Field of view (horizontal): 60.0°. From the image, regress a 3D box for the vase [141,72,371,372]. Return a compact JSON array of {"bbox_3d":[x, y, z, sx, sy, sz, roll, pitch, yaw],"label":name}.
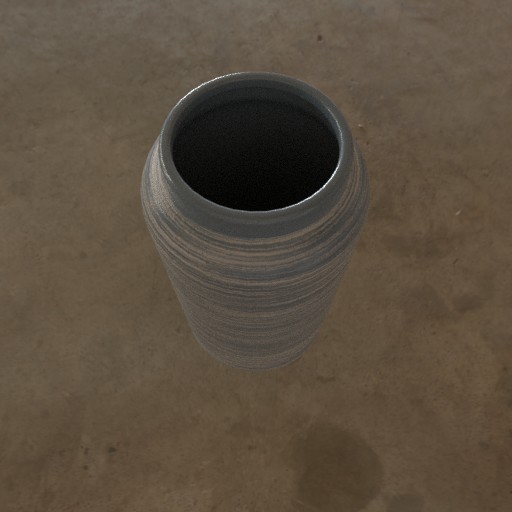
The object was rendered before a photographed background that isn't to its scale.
[{"bbox_3d":[0.000,0.000,0.298,0.116,0.230,0.116,0,63,0],"label":"vase"}]
